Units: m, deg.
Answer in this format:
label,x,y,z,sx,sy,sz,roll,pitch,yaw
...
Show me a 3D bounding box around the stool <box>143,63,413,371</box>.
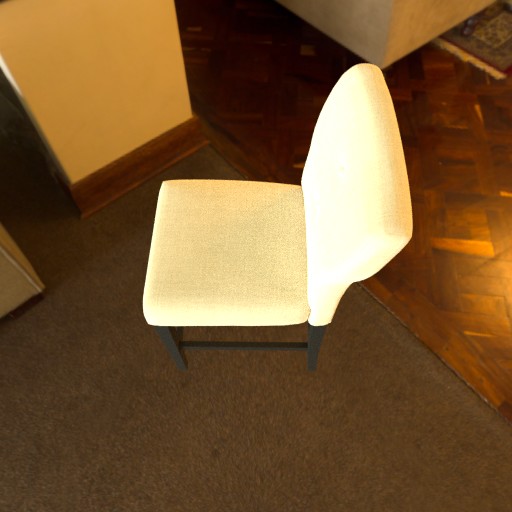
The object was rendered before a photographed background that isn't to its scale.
label,x,y,z,sx,sy,sz,roll,pitch,yaw
stool,0.000,0.000,1.326,0.603,0.972,0.514,1,59,0
